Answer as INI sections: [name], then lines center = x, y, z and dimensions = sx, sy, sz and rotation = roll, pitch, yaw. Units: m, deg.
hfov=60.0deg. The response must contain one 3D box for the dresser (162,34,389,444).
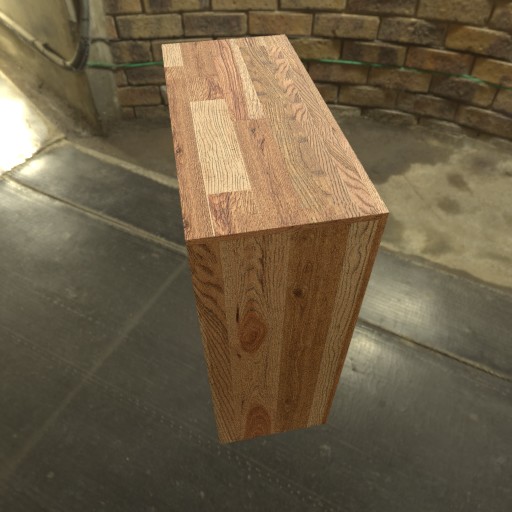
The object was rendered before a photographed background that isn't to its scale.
[dresser]
center = 0.000, 0.000, 1.711
dimensions = 0.480, 1.243, 0.966
rotation = -8, 48, -7
